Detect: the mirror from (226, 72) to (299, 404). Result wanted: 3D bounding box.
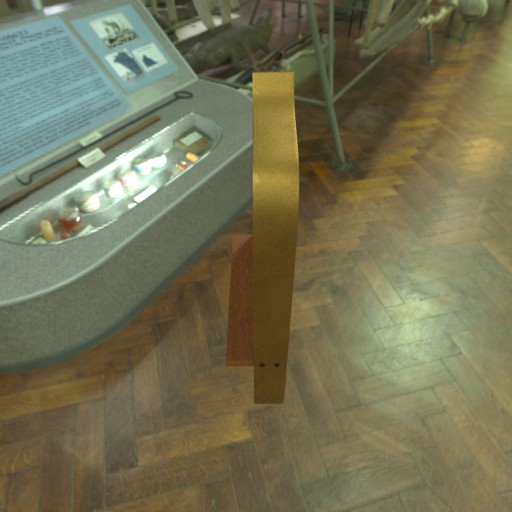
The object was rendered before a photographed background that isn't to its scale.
[{"bbox_3d":[0.000,0.000,0.756,0.096,0.613,0.323,0,42,0],"label":"mirror"}]
